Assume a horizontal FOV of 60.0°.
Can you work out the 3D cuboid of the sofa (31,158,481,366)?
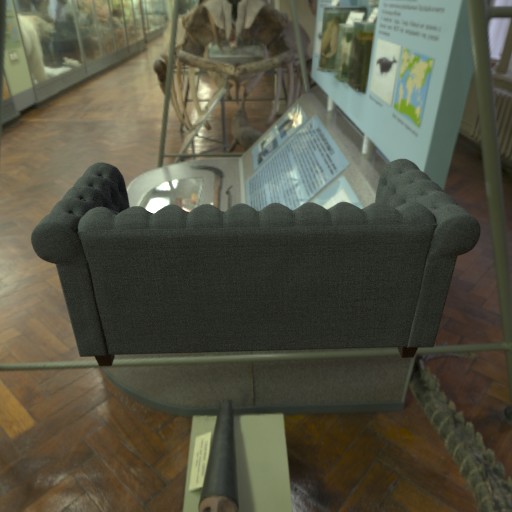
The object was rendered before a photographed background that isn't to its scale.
[{"bbox_3d":[0.000,0.000,2.244,1.798,0.797,0.783,-1,30,-2],"label":"sofa"}]
